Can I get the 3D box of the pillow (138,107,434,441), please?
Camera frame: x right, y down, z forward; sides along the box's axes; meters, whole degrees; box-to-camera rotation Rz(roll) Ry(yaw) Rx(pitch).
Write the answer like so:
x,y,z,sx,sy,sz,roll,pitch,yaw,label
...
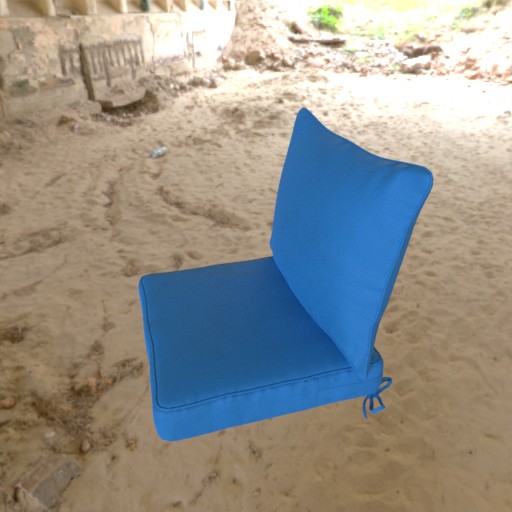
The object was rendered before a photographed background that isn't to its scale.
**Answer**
x,y,z,sx,sy,sz,roll,pitch,yaw,label
0.000,0.000,1.361,0.733,0.725,0.798,-8,30,-14,pillow
